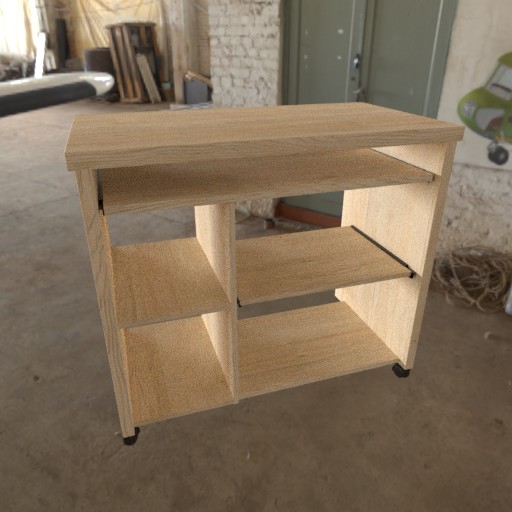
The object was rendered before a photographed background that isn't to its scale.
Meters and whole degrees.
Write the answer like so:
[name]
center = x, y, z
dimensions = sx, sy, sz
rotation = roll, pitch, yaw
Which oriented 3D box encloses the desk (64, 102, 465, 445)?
[desk]
center = 0.000, 0.000, 1.296
dimensions = 0.885, 0.770, 0.480
rotation = -8, 27, -16
